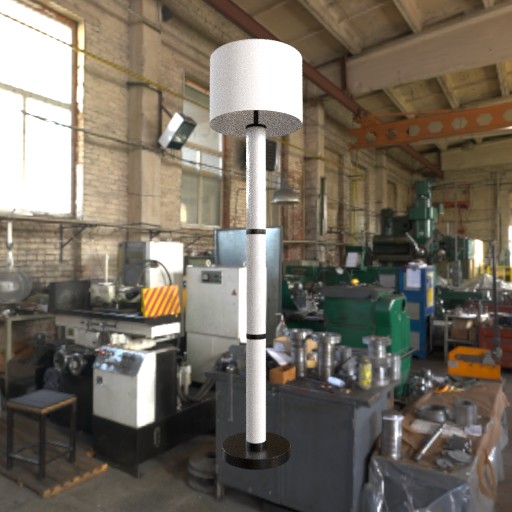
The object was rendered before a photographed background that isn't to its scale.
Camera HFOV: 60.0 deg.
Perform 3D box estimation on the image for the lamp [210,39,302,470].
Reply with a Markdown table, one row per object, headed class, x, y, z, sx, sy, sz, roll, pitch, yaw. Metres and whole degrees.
| class | x | y | z | sx | sy | sz | roll | pitch | yaw |
| --- | --- | --- | --- | --- | --- | --- | --- | --- | --- |
| lamp | 0.000 | 0.000 | 1.803 | 0.377 | 1.599 | 0.377 | 0 | -1 | 0 |
